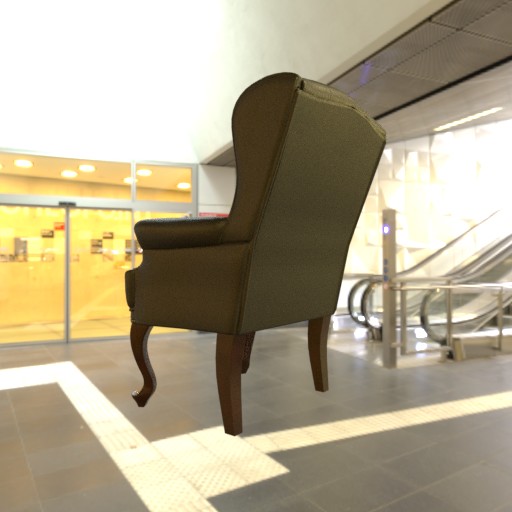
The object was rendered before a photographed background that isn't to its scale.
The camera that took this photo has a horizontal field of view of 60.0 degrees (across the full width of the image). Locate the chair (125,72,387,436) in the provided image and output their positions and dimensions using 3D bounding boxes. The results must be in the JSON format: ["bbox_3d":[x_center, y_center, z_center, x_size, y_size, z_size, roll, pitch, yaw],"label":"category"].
[{"bbox_3d":[0.000,0.000,1.726,0.822,1.133,0.831,0,0,38],"label":"chair"}]
